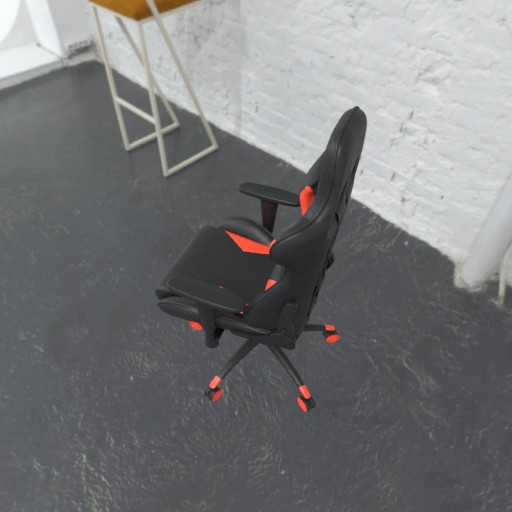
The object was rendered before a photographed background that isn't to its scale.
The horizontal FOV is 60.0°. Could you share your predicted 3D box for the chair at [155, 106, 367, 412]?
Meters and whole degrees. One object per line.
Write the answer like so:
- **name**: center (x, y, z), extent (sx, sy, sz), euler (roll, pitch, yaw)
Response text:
- **chair**: center (0.000, 0.000, 1.720), extent (0.730, 1.282, 0.695), euler (17, 48, 16)
